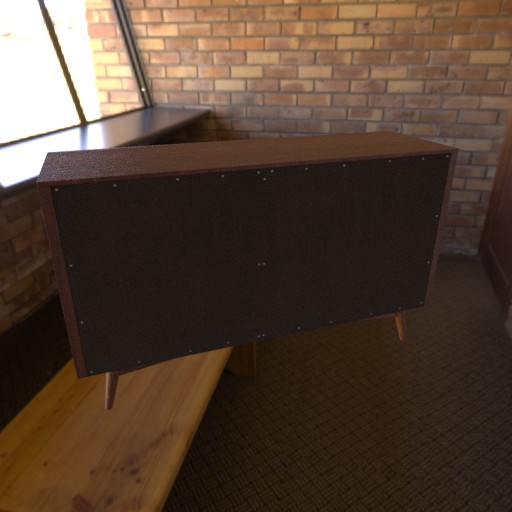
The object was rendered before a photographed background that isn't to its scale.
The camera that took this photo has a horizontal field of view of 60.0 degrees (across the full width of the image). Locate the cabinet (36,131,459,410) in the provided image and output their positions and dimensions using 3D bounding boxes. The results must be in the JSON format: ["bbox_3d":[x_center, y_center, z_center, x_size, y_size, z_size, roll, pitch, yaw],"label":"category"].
[{"bbox_3d":[0.000,0.000,1.977,1.575,0.940,0.505,-8,26,-18],"label":"cabinet"}]
